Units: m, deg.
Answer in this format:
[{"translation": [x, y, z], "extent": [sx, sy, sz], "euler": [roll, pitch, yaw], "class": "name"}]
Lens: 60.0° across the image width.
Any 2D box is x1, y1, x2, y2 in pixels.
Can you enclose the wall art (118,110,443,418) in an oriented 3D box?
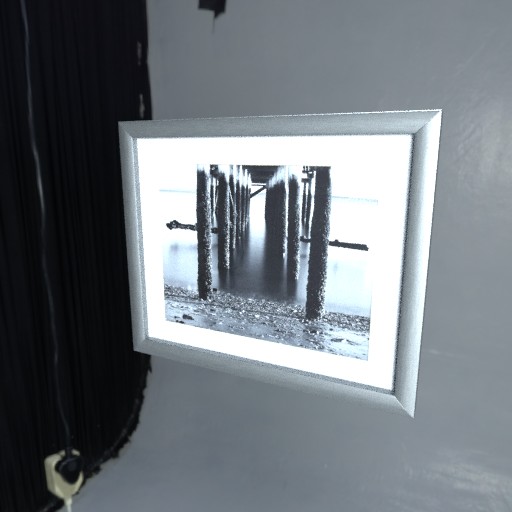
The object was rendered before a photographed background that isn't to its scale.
[{"translation": [0.000, 0.000, 0.764], "extent": [0.556, 0.457, 0.028], "euler": [6, 15, 25], "class": "wall art"}]
